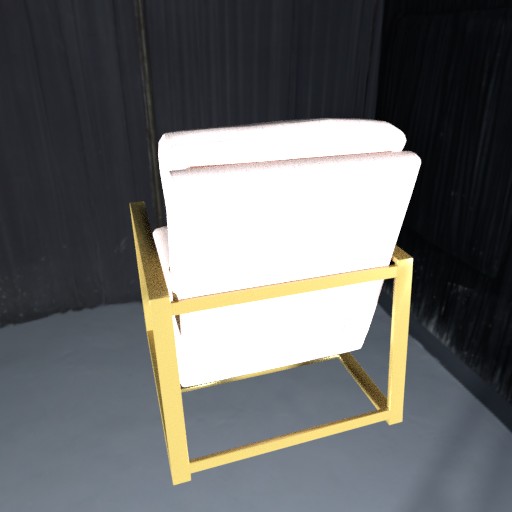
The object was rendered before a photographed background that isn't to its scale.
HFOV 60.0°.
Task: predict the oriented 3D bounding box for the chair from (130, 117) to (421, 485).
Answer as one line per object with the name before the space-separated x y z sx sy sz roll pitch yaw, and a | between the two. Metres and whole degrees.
chair | 0.000 0.000 1.497 0.758 0.956 0.813 -8 27 -16
